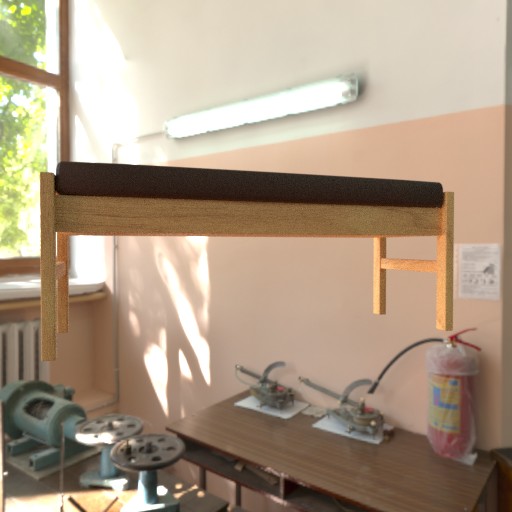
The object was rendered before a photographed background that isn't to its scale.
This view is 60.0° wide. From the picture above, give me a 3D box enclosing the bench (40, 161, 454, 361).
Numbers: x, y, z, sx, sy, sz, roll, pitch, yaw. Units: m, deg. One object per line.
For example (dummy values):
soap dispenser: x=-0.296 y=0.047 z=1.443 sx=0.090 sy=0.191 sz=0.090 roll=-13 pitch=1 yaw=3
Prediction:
bench: x=0.000 y=0.000 z=1.419 sx=1.200 sy=0.480 sz=0.405 roll=0 pitch=1 yaw=-19
